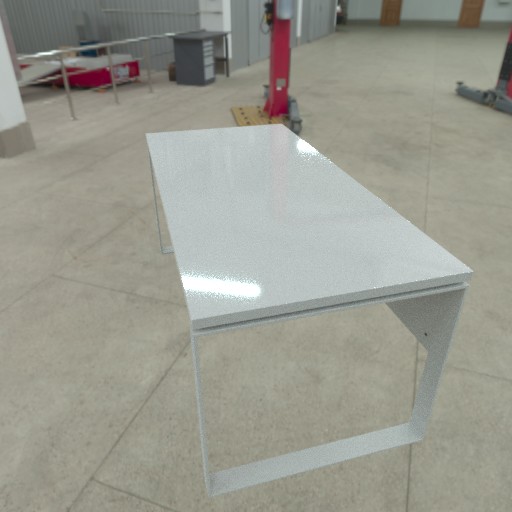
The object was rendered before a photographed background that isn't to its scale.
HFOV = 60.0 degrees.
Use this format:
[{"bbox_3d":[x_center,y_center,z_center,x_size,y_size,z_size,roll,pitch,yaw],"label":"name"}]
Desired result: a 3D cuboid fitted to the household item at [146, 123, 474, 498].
[{"bbox_3d":[0.000,0.000,2.053,0.800,0.745,1.700,-8,32,-13],"label":"household item"}]
